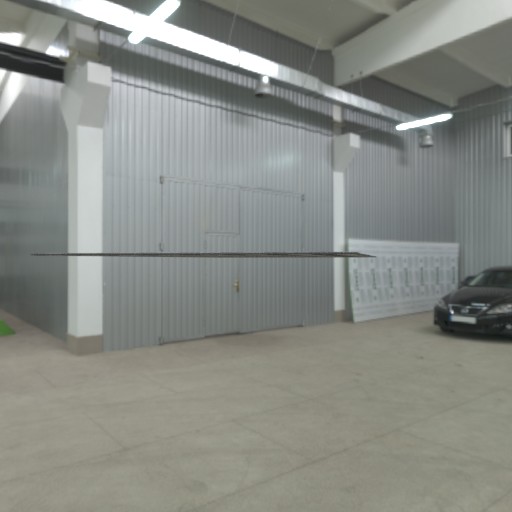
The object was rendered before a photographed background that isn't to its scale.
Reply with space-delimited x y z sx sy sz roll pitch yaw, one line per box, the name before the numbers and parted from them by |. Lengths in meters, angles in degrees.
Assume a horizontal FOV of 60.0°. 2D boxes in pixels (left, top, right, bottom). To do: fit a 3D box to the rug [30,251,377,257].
rug | 0.000 0.000 3.084 1.554 0.011 2.476 0 0 17
